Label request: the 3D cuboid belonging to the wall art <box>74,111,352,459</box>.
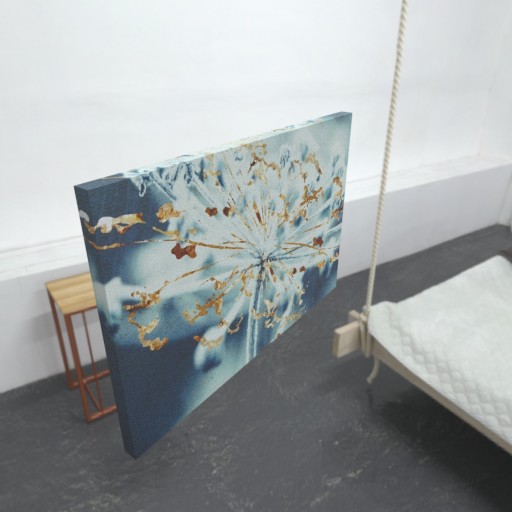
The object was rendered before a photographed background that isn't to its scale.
[{"bbox_3d":[0.000,0.000,1.155,0.038,0.608,0.912,19,32,33],"label":"wall art"}]
